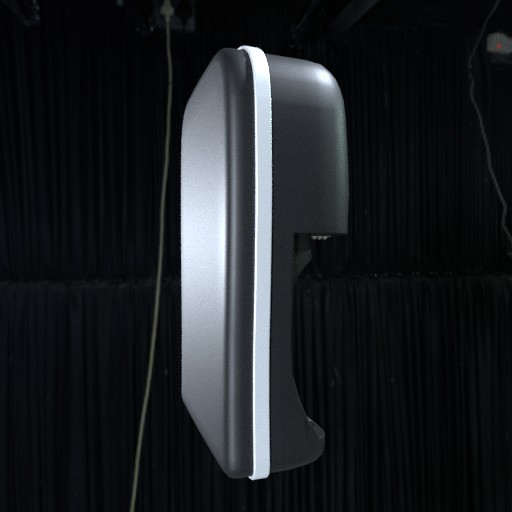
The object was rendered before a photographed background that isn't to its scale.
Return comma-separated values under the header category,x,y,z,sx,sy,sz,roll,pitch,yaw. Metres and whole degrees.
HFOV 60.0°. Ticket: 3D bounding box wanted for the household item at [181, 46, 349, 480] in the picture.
category,x,y,z,sx,sy,sz,roll,pitch,yaw
household item,0.000,0.000,0.144,0.038,0.114,0.070,0,0,-19
